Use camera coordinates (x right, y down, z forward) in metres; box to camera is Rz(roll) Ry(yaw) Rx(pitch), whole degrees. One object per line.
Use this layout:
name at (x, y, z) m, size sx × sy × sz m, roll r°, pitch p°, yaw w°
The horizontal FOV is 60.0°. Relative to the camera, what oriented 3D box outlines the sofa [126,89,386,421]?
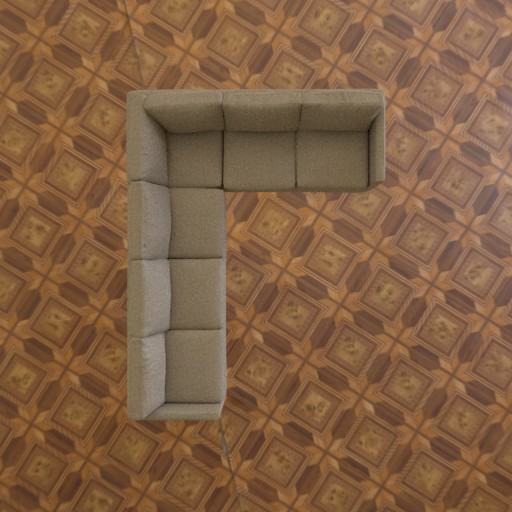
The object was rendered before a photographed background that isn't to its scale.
sofa at (0.000, 0.000, 4.604) m, size 2.593 × 0.947 × 3.302 m, roll 0°, pitch 90°, yaw 1°
